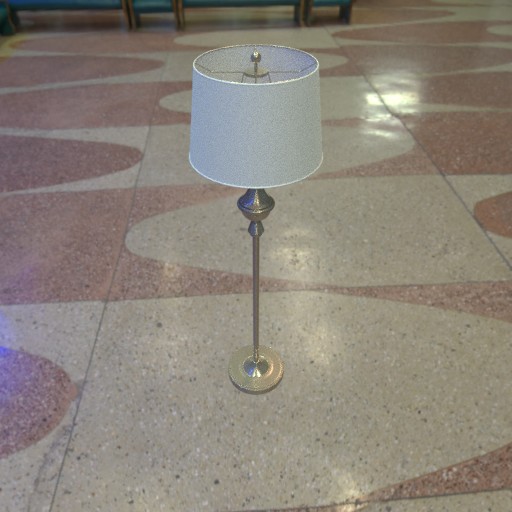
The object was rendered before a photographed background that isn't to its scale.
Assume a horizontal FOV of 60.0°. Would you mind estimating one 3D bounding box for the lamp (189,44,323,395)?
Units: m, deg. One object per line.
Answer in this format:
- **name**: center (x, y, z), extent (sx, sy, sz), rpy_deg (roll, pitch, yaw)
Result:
- **lamp**: center (0.000, 0.000, 1.714), extent (0.431, 1.488, 0.431), rpy_deg (0, 40, 0)
